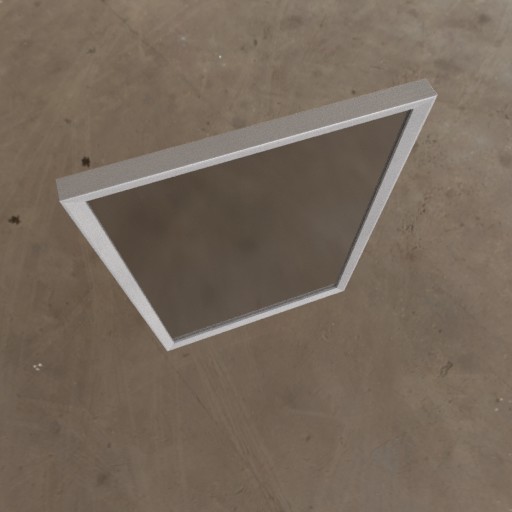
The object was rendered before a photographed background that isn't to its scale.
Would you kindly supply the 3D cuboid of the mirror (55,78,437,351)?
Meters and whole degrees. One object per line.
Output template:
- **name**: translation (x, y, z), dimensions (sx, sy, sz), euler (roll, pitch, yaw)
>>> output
- **mirror**: translation (0.000, 0.000, 0.887), dimensions (0.507, 0.710, 0.039), euler (-18, 65, -9)
